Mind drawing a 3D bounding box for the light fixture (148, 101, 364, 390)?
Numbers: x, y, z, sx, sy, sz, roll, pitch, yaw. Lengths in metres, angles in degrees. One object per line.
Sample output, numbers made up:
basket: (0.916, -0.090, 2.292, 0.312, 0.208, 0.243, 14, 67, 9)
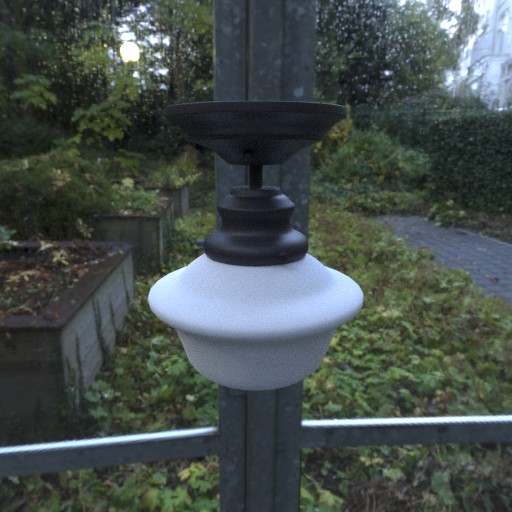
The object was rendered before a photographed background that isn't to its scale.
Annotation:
light fixture: (0.000, 0.000, 0.404, 0.197, 0.254, 0.197, 0, 14, 0)
